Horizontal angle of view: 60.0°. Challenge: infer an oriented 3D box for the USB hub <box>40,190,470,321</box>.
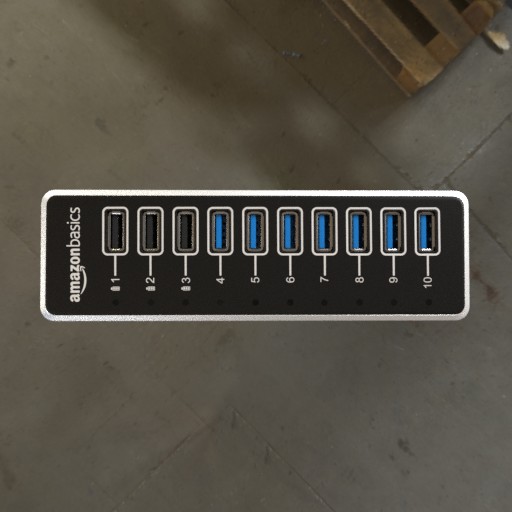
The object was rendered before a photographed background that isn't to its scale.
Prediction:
[{"bbox_3d":[0.000,0.000,0.160,0.145,0.023,0.044,0,89,-1],"label":"USB hub"}]
